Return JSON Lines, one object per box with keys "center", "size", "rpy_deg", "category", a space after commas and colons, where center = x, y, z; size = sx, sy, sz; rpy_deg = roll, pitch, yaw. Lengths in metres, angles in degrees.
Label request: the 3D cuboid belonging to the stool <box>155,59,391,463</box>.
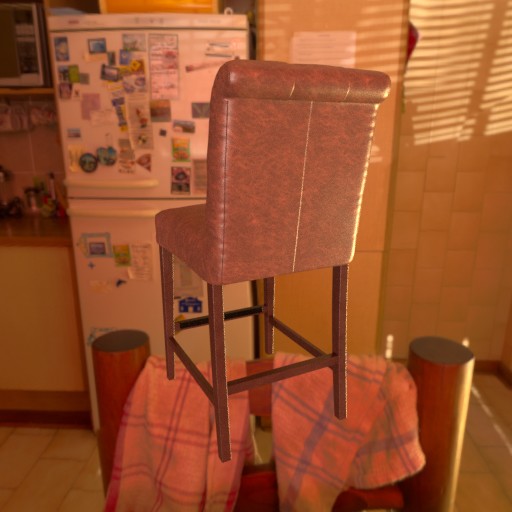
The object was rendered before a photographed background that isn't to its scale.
{"center": [0.000, 0.000, 1.439], "size": [0.486, 1.084, 0.660], "rpy_deg": [-8, 17, -27], "category": "stool"}
